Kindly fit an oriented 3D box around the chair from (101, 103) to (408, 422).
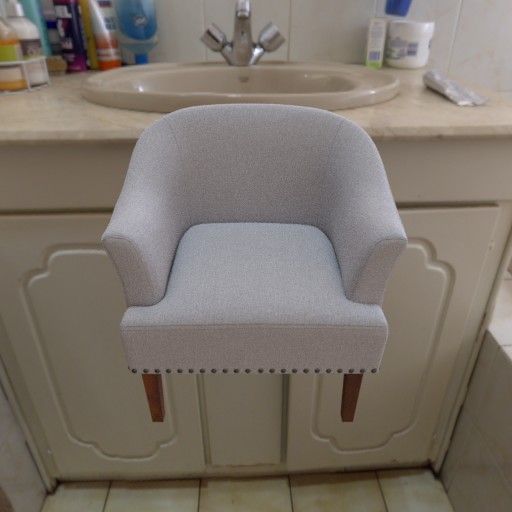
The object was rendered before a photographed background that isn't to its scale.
[{"bbox_3d":[0.000,0.000,1.425,0.798,0.815,0.704,0,30,0],"label":"chair"}]
